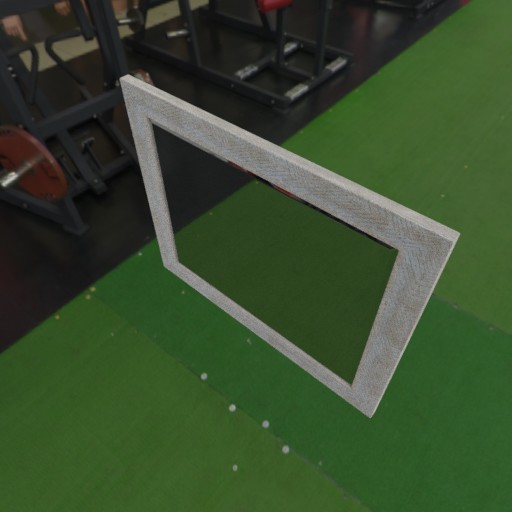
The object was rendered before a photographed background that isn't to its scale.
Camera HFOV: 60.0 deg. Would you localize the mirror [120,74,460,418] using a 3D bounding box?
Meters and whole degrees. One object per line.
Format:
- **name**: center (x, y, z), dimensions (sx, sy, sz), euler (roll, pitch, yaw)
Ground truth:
- **mirror**: center (0.000, 0.000, 1.137), dimensions (0.839, 0.689, 0.028), euler (32, 56, 26)
